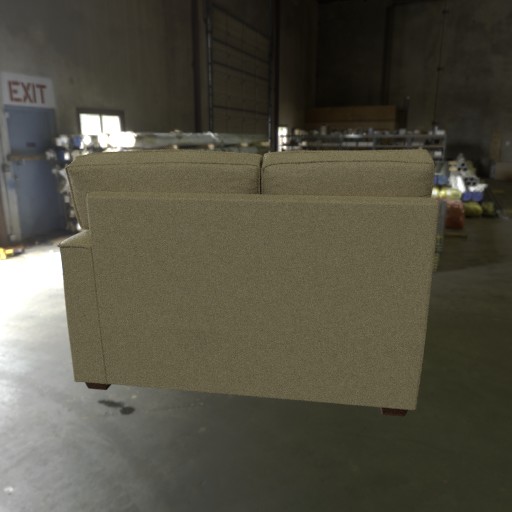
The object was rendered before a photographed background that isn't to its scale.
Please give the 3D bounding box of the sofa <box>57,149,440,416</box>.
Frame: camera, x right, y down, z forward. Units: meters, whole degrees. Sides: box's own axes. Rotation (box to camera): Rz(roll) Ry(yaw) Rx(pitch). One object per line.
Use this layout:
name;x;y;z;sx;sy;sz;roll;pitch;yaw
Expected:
sofa;0.000;0.000;2.061;1.388;0.989;0.991;2;15;8
